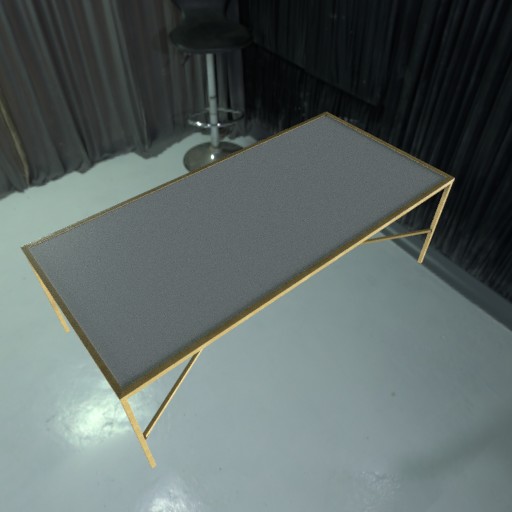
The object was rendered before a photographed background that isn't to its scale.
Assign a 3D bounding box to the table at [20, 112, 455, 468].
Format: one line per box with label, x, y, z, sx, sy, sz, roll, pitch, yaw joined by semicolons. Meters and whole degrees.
table;0.000;0.000;1.476;1.206;0.398;0.580;-31;53;-27
